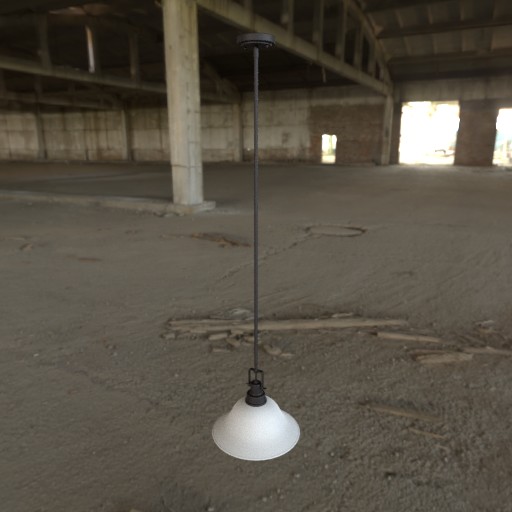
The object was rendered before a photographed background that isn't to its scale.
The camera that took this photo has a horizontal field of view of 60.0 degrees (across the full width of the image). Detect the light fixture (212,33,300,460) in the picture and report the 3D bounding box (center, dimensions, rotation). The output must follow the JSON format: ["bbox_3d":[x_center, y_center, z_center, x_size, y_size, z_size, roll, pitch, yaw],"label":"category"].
[{"bbox_3d":[0.000,0.000,1.479,0.324,1.337,0.324,7,16,26],"label":"light fixture"}]
